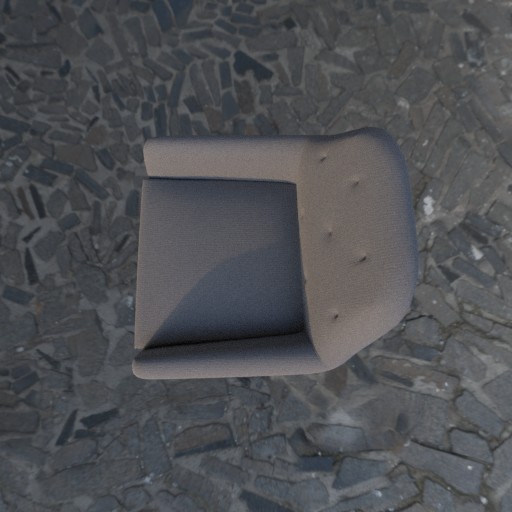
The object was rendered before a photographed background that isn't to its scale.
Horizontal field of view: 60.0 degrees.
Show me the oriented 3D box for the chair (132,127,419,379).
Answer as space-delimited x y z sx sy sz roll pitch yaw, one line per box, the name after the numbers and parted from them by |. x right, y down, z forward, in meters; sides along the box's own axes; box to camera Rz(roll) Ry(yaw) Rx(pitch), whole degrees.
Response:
0.000 0.000 1.458 0.779 0.800 0.770 -1 74 0 | chair
